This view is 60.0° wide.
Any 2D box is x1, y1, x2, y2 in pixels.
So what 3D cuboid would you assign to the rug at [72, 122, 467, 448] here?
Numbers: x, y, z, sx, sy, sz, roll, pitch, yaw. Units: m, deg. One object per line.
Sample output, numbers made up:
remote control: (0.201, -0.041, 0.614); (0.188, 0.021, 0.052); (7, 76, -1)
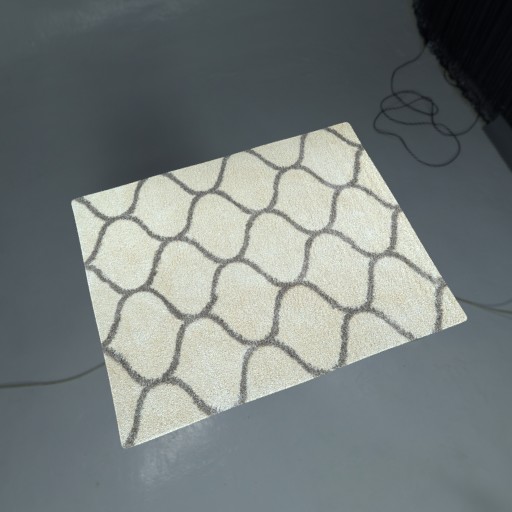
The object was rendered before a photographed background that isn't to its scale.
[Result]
rug: (0.000, 0.000, 4.077); (3.000, 0.026, 2.399); (-18, 64, -9)
